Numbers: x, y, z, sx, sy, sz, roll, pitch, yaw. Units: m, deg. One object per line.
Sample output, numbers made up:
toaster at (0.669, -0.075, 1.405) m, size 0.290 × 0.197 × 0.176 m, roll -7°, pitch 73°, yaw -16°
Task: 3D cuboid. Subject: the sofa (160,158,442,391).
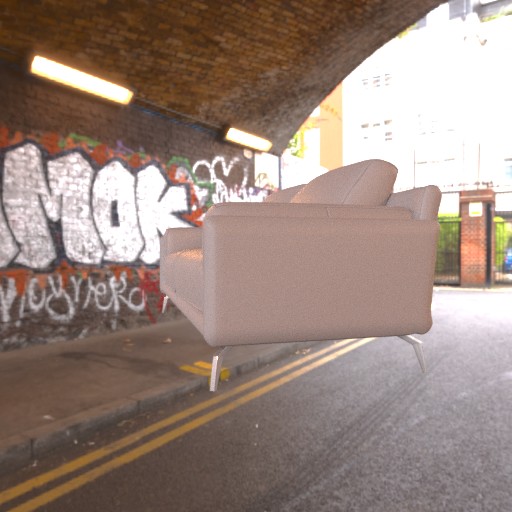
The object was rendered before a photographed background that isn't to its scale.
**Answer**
sofa at (0.000, 0.000, 2.596) m, size 1.049 × 0.930 × 2.101 m, roll 0°, pitch 1°, yaw -16°
